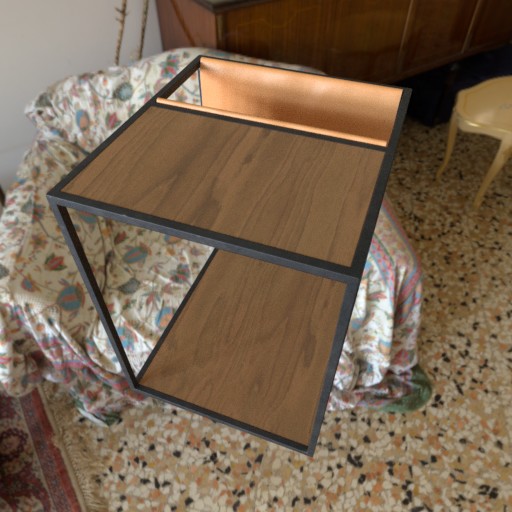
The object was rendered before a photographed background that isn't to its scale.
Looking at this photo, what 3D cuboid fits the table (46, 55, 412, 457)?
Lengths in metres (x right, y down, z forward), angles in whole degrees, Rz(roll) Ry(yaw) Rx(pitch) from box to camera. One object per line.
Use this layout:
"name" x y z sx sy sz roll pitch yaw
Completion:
"table" 0.000 0.000 0.846 0.399 0.536 0.450 15 49 14
